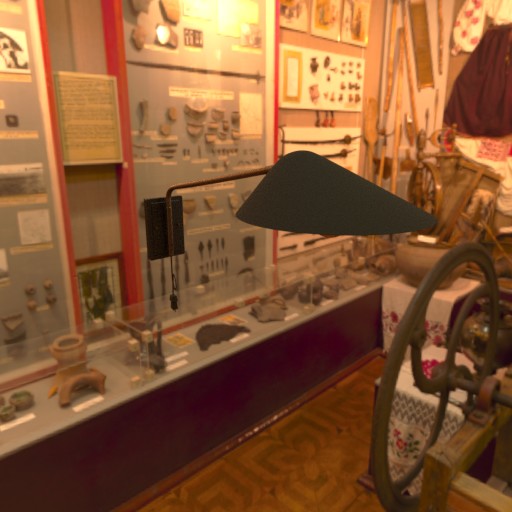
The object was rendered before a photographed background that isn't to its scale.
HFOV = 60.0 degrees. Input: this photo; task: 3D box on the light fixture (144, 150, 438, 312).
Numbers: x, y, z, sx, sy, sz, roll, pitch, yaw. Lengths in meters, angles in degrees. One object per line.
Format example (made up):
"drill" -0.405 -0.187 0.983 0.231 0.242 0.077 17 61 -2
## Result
"light fixture" 0.000 0.000 0.663 0.240 0.312 0.516 -14 21 -41
